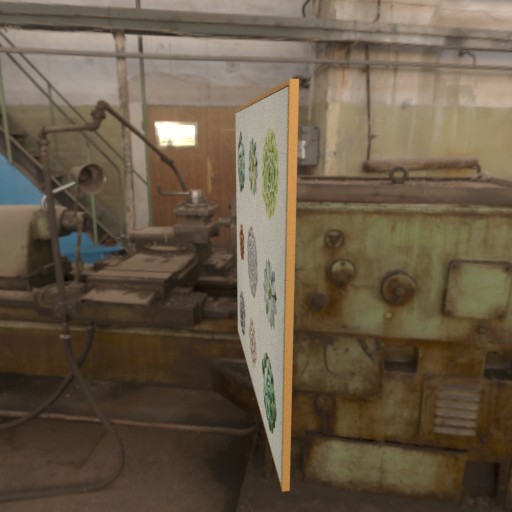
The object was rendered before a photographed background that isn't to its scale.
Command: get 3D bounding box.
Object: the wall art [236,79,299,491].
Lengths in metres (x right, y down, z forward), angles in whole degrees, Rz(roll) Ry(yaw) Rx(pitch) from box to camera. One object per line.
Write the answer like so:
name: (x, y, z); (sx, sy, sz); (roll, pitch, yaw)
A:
wall art: (0.000, 0.000, 0.983); (0.014, 0.655, 0.657); (-2, 15, -9)
